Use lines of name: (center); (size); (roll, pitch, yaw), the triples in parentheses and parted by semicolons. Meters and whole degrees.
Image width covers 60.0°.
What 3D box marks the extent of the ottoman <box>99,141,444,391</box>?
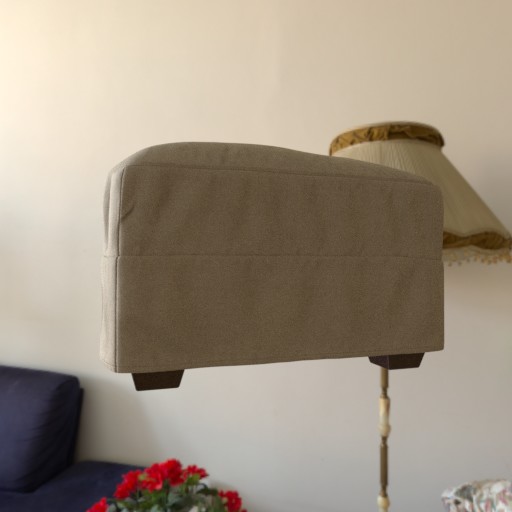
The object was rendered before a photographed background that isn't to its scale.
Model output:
ottoman: (0.000, 0.000, 1.080); (0.712, 0.480, 0.584); (0, -1, -18)
